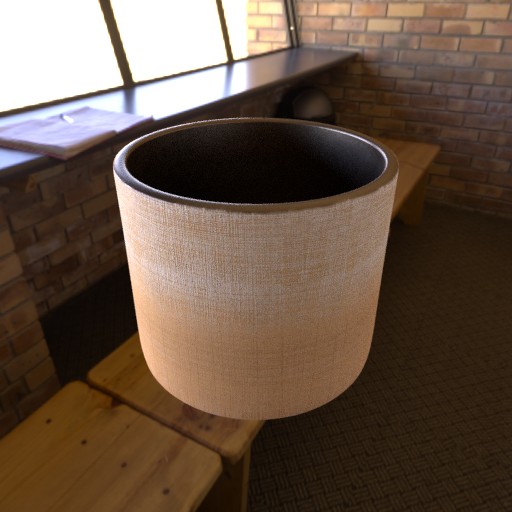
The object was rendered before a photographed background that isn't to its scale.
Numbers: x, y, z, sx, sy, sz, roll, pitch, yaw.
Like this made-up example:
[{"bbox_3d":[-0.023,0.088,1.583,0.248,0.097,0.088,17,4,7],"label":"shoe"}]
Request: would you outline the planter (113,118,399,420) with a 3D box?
[{"bbox_3d":[0.000,0.000,0.455,0.254,0.221,0.254,0,31,0],"label":"planter"}]
